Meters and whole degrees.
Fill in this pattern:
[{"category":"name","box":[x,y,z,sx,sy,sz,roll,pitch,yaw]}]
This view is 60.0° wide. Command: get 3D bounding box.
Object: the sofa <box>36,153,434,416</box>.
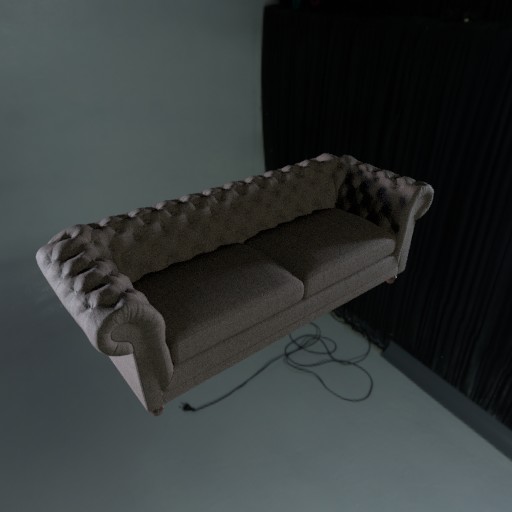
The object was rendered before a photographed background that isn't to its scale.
[{"category":"sofa","box":[0.000,0.000,2.846,2.385,0.787,0.944,-22,38,-32]}]
